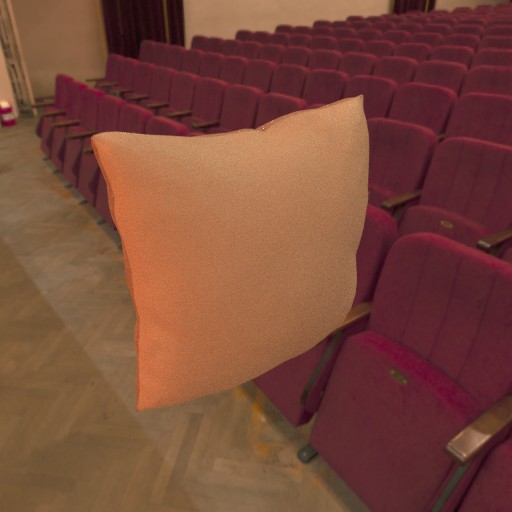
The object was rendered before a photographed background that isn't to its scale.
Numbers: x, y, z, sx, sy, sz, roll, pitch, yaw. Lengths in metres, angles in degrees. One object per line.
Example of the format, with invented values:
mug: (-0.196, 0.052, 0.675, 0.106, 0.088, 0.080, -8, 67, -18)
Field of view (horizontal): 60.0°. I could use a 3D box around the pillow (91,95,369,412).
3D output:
pillow: (0.000, 0.000, 0.705, 0.450, 0.448, 0.245, -19, 35, -29)
